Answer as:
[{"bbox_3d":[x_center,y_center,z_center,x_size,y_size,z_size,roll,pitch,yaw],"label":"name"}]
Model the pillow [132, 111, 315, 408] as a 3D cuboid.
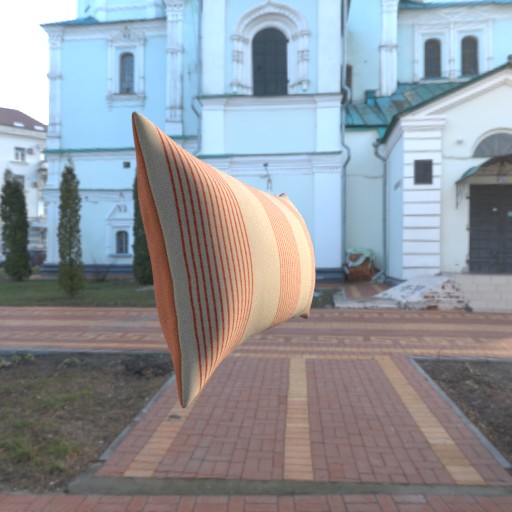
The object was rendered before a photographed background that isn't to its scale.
[{"bbox_3d":[0.000,0.000,0.722,0.156,0.292,0.608,0,0,18],"label":"pillow"}]
